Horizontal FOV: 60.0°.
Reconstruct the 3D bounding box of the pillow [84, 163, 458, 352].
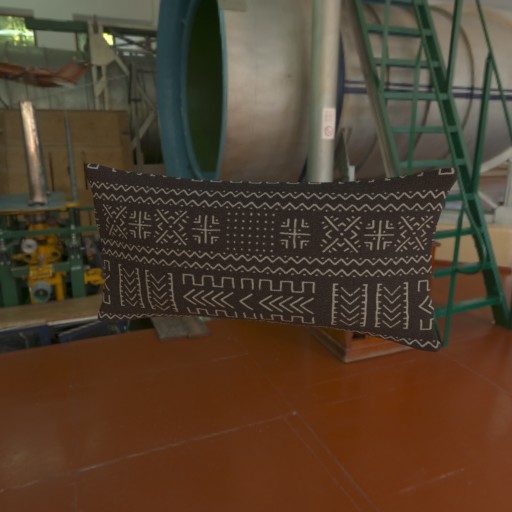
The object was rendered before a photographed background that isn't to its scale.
[{"bbox_3d":[0.000,0.000,0.801,0.667,0.322,0.135,3,16,11],"label":"pillow"}]
